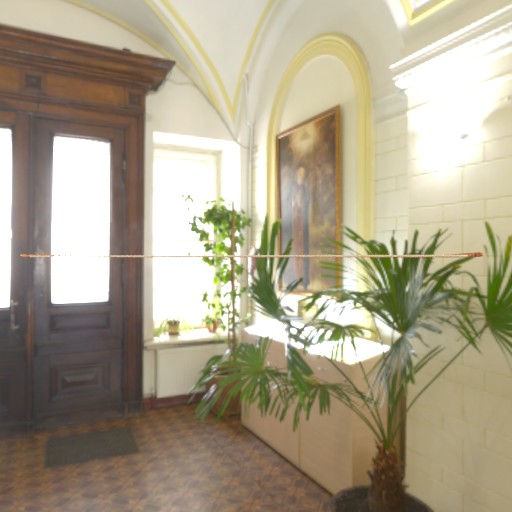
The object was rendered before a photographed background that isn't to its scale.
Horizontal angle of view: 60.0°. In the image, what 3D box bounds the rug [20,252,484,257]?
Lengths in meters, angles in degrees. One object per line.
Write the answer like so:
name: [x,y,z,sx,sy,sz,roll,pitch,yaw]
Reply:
rug: [0.000,0.000,2.459,2.092,0.017,1.232,0,0,17]
